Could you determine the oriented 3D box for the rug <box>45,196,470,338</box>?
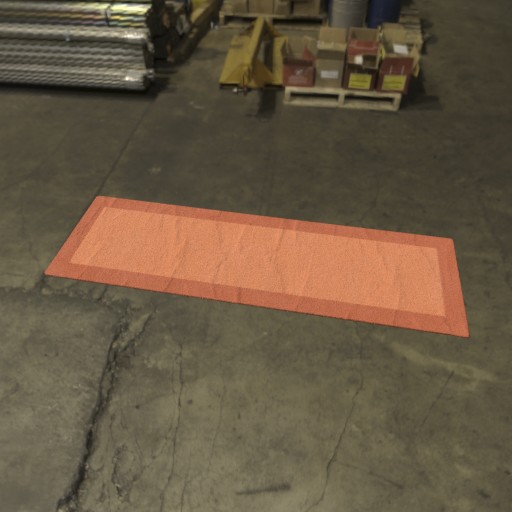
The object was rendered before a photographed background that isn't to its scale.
[{"bbox_3d":[0.000,0.000,2.732,2.471,0.013,0.914,5,46,5],"label":"rug"}]
